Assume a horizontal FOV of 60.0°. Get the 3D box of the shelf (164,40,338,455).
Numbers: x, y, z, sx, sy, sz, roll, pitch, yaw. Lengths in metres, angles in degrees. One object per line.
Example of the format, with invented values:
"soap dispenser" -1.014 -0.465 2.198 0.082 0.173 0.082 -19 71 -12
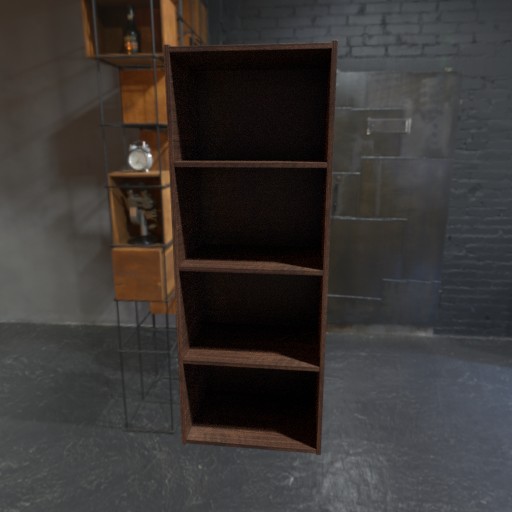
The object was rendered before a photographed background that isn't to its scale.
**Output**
"shelf" 0.000 0.000 1.306 0.415 1.099 0.290 2 14 7
